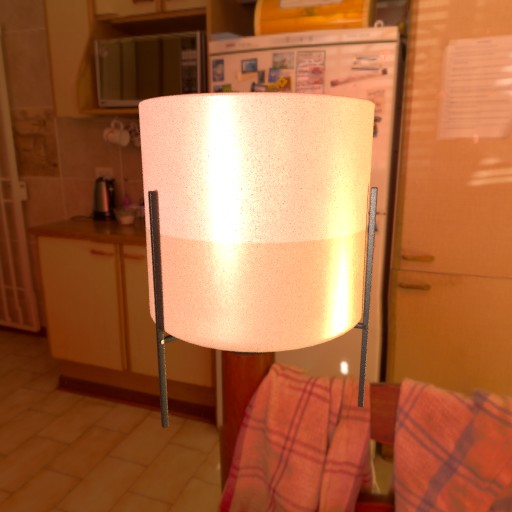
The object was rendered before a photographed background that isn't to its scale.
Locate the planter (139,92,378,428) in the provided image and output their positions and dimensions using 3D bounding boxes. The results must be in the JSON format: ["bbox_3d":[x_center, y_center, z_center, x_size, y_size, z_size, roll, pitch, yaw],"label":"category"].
[{"bbox_3d":[0.000,0.000,0.750,0.359,0.484,0.368,-3,14,-10],"label":"planter"}]
